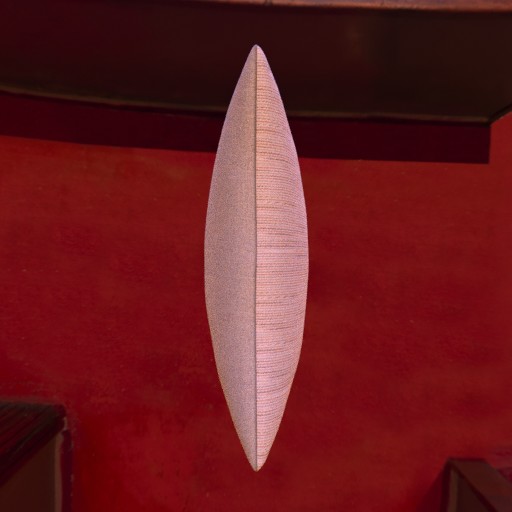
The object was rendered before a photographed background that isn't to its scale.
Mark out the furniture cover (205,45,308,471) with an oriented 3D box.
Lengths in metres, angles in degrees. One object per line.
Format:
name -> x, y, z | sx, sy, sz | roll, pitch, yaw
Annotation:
furniture cover -> 0.000, 0.000, 0.770 | 0.178, 0.506, 0.512 | 0, 91, -1
